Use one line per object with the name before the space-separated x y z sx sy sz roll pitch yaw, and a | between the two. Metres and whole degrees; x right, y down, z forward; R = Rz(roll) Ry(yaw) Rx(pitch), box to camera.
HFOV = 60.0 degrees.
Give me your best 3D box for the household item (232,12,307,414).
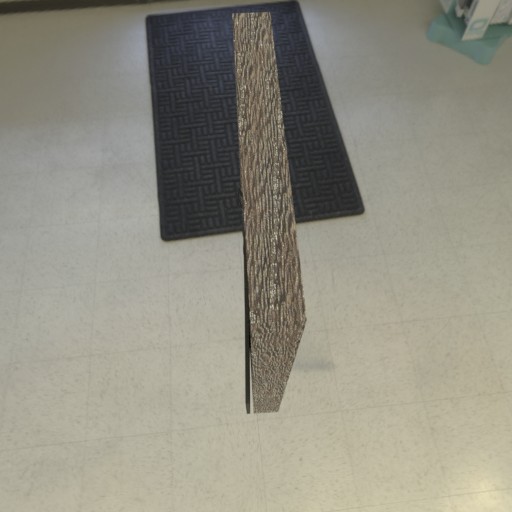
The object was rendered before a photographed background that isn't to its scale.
household item | 0.000 0.000 0.232 0.020 0.180 0.133 -3 63 -2
